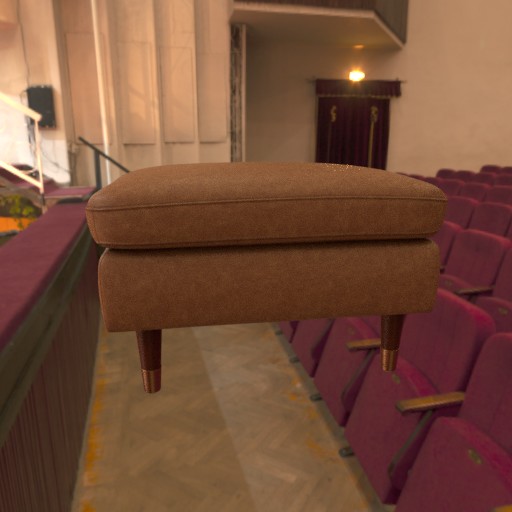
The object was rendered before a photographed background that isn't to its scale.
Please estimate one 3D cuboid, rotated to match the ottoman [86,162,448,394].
[{"bbox_3d":[0.000,0.000,1.155,0.747,0.478,0.593,-2,14,-10],"label":"ottoman"}]
